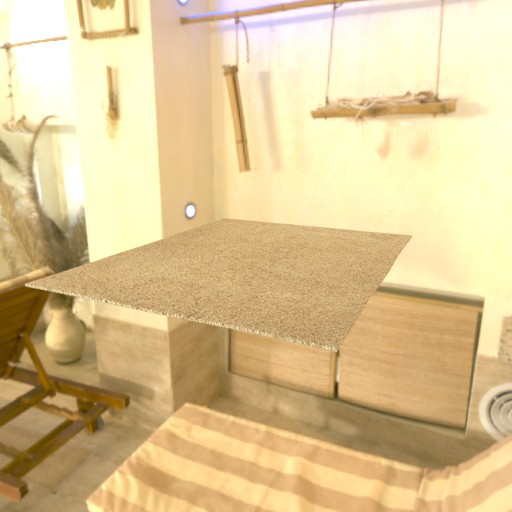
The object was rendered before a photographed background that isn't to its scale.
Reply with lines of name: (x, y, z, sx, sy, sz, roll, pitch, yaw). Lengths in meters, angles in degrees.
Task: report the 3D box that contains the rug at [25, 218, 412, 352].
rug: (0.000, 0.000, 4.123, 2.400, 0.025, 3.000, 7, 17, 25)
